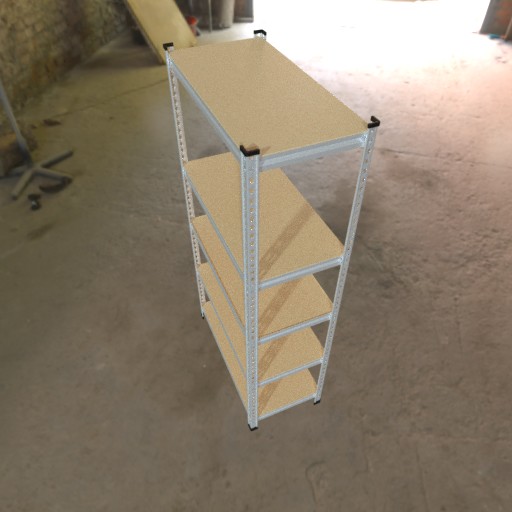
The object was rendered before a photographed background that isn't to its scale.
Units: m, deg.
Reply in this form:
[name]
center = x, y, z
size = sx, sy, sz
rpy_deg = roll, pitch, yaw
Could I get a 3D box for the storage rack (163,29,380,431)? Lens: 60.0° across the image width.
[storage rack]
center = 0.000, 0.000, 2.251
size = 0.457, 1.829, 0.914
rpy_deg = -17, 47, -16
